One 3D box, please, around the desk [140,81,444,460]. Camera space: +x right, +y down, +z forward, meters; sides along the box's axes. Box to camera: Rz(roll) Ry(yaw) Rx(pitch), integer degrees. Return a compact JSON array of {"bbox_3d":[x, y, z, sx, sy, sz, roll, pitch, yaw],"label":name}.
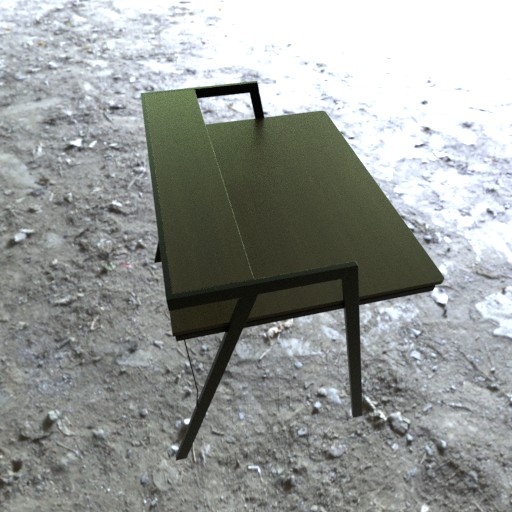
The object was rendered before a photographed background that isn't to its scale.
[{"bbox_3d":[0.000,0.000,1.892,0.936,0.998,1.143,-10,46,-9],"label":"desk"}]
